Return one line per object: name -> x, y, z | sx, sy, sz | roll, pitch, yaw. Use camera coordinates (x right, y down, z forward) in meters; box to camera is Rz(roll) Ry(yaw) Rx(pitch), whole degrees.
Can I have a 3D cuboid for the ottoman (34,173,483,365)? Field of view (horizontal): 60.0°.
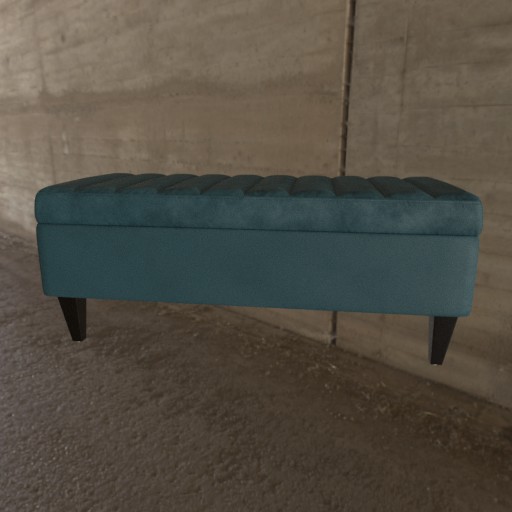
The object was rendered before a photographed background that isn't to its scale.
ottoman -> 0.000, 0.000, 1.374 | 1.151, 0.469, 0.482 | 2, 16, 7
